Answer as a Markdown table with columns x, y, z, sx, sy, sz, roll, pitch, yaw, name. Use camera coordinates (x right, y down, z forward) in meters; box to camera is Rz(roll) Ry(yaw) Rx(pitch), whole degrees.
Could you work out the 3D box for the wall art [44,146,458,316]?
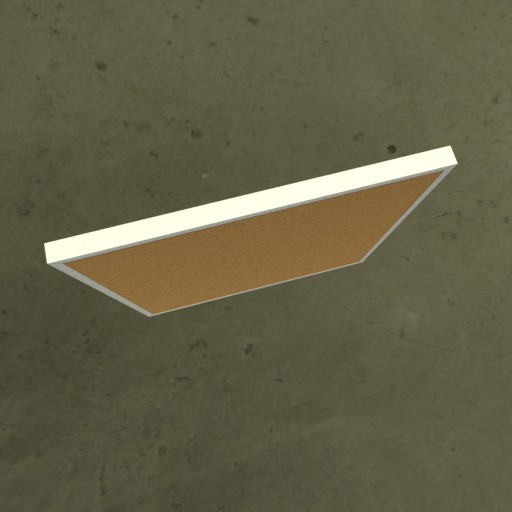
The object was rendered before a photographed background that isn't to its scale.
| x | y | z | sx | sy | sz | roll | pitch | yaw | name |
| --- | --- | --- | --- | --- | --- | --- | --- | --- | --- |
| 0.000 | 0.000 | 1.169 | 0.762 | 0.762 | 0.038 | -14 | 76 | -4 | wall art |
